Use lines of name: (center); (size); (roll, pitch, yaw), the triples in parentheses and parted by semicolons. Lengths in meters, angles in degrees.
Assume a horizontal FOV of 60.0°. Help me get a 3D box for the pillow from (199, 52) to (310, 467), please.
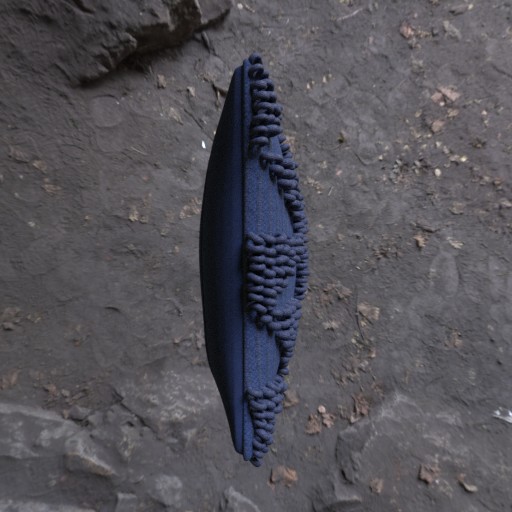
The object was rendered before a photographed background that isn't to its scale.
pillow: (0.000, 0.000, 0.715); (0.172, 0.466, 0.469); (0, 92, 0)
